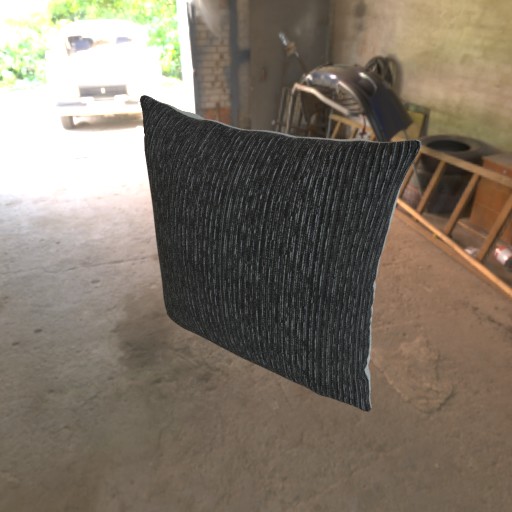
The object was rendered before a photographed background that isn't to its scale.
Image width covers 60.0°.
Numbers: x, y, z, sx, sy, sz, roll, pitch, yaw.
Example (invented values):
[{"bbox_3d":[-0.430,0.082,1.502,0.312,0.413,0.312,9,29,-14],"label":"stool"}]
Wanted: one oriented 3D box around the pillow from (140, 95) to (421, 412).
[{"bbox_3d":[0.000,0.000,0.690,0.433,0.434,0.196,19,36,28],"label":"pillow"}]
